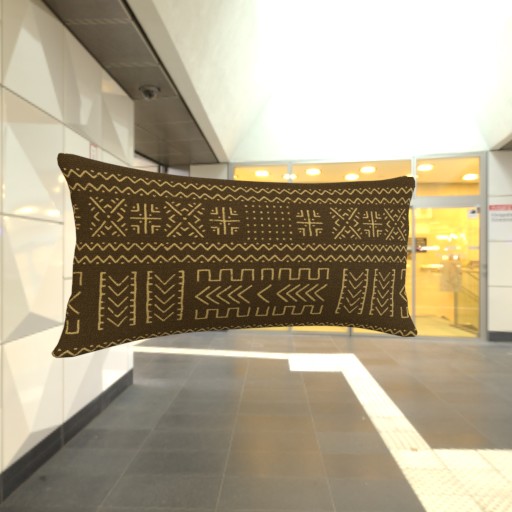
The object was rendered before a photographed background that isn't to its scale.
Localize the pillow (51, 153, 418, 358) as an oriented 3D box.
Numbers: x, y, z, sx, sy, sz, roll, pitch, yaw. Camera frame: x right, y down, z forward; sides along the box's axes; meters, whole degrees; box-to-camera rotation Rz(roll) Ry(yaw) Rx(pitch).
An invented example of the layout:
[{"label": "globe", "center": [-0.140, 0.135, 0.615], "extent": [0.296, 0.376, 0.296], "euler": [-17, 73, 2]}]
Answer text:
[{"label": "pillow", "center": [0.000, 0.000, 0.793], "extent": [0.667, 0.322, 0.135], "euler": [0, 0, -17]}]
